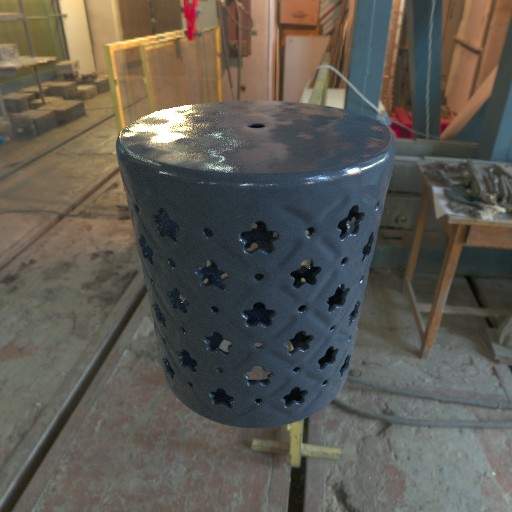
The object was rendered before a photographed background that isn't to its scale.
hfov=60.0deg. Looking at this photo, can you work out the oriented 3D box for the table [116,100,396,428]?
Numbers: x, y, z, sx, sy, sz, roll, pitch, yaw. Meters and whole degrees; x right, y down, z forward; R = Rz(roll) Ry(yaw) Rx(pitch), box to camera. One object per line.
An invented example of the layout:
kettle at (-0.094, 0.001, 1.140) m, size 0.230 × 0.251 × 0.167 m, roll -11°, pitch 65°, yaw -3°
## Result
table at (0.000, 0.000, 0.663) m, size 0.352 × 0.387 × 0.352 m, roll 0°, pitch 31°, yaw 0°
